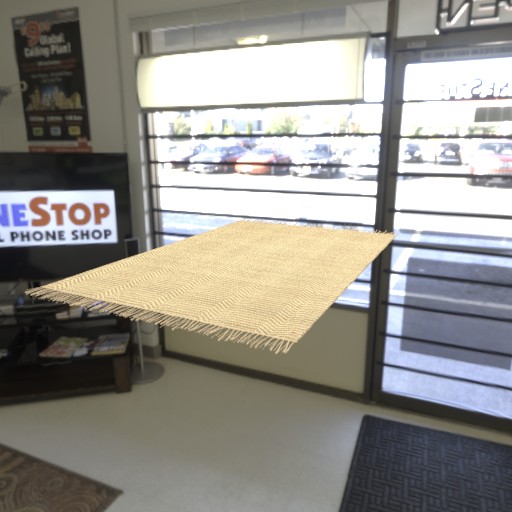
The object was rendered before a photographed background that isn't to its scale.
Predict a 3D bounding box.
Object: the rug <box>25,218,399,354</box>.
[{"bbox_3d":[0.000,0.000,3.115,1.528,0.034,2.523,7,17,26],"label":"rug"}]
